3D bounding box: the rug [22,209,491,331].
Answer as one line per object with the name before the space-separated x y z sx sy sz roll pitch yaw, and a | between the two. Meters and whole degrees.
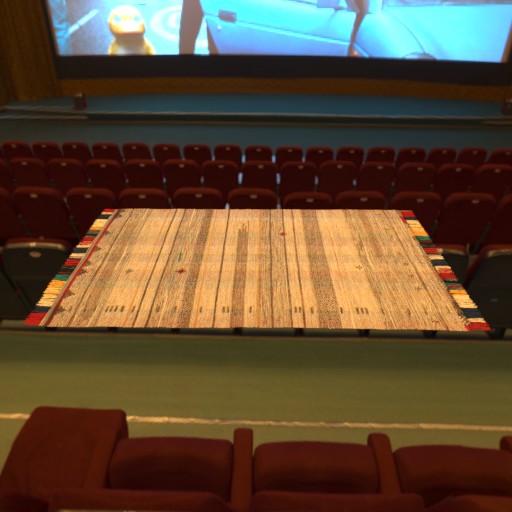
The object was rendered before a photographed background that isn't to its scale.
rug | 0.000 0.000 2.911 2.465 0.012 1.465 0 31 1
